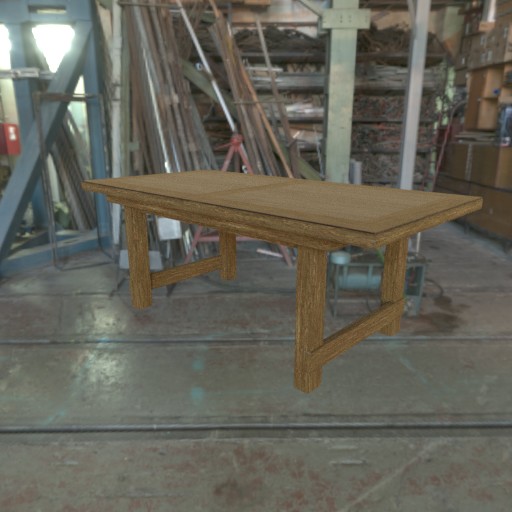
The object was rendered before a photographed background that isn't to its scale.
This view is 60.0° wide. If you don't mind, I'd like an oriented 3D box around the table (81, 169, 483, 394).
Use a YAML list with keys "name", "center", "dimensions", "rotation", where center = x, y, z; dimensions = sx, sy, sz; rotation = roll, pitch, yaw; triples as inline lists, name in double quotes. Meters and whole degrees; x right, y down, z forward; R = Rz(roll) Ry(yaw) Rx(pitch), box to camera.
- name: "table"
  center: [0.000, 0.000, 2.485]
  dimensions: [1.982, 0.762, 1.000]
  rotation: [15, 22, 41]
